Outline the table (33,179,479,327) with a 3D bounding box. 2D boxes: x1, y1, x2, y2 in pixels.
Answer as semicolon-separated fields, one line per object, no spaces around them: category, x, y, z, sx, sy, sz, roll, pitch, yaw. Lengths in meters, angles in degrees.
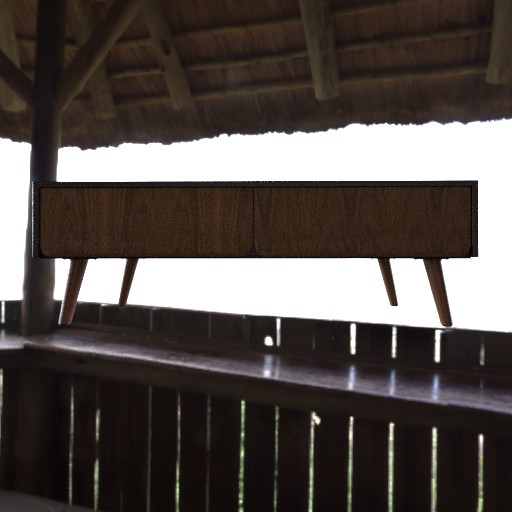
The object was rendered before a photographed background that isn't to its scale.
table;0.000;0.000;1.529;1.201;0.404;0.703;0;0;1
